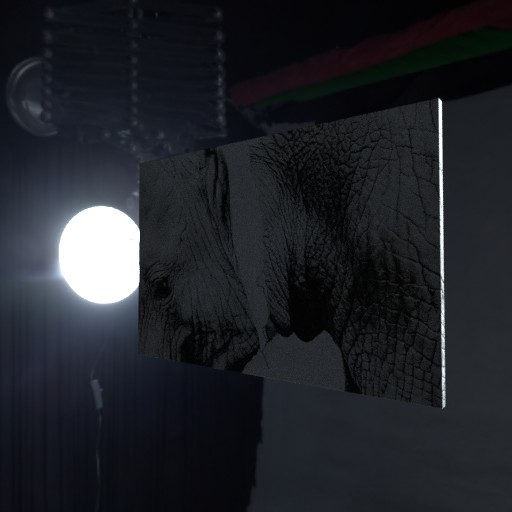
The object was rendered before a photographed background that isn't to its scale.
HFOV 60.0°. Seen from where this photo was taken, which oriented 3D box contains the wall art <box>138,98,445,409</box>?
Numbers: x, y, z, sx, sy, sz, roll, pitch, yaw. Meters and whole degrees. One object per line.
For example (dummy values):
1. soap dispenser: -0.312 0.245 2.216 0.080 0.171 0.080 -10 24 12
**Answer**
1. wall art: 0.000 0.000 1.146 0.914 0.607 0.023 -1 -2 37
